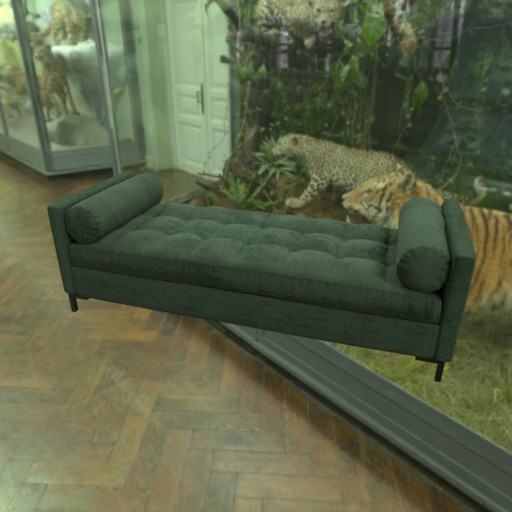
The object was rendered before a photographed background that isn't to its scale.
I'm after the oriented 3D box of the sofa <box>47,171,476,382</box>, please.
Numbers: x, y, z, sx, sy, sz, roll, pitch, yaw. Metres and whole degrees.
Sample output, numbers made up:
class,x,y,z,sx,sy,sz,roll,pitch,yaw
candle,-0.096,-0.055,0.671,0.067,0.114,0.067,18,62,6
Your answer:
class,x,y,z,sx,sy,sz,roll,pitch,yaw
sofa,0.000,0.000,2.522,2.130,0.681,0.817,8,27,16
